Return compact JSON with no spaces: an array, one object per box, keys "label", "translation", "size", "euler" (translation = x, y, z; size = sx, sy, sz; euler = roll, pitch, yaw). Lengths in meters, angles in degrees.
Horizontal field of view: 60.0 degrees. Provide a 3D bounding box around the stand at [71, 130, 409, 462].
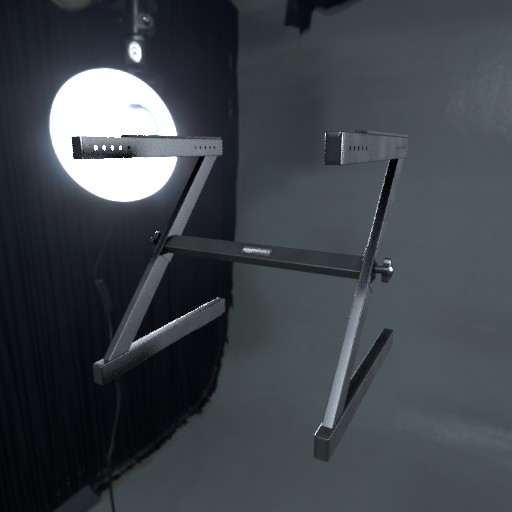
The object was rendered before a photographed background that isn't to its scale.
[{"label":"stand","translation":[0.000,0.000,1.160],"size":[0.700,0.617,0.586],"euler":[7,16,27]}]
